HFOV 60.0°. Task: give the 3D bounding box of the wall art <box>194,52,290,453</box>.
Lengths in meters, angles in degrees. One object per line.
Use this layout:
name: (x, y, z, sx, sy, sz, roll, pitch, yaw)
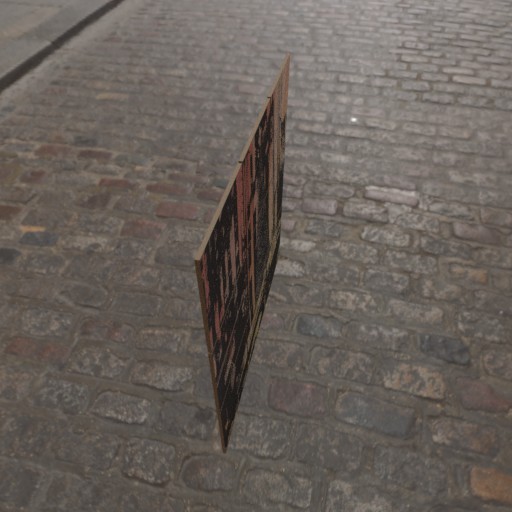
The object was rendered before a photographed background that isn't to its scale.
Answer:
wall art: (0.000, 0.000, 2.350, 0.017, 1.521, 1.527, 9, 47, 9)
